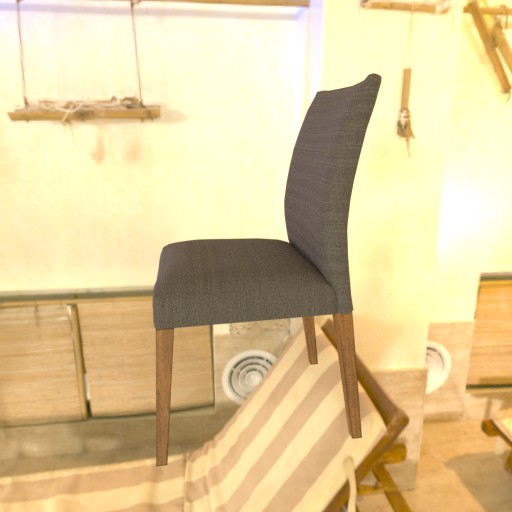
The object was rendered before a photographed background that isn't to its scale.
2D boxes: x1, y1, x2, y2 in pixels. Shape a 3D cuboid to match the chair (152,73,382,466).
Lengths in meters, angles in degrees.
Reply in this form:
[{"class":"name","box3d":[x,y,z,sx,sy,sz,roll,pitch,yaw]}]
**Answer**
[{"class":"chair","box3d":[0.000,0.000,1.274,0.585,0.940,0.496,-2,15,-9]}]
